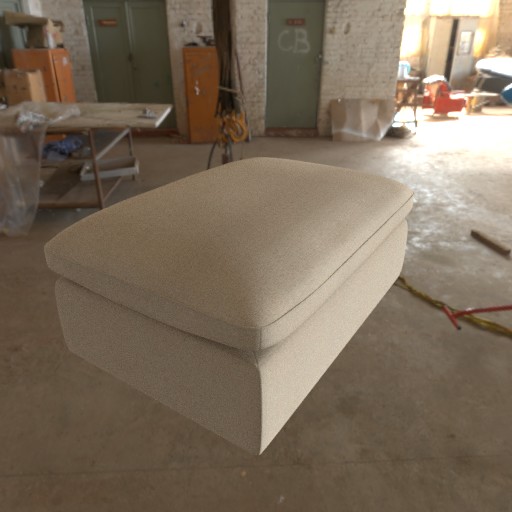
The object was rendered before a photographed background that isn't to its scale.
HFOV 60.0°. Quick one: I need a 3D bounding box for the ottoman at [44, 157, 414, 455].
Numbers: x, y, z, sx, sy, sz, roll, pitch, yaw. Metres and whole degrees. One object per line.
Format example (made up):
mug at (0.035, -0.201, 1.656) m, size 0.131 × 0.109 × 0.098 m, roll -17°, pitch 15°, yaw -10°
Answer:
ottoman at (0.000, 0.000, 1.352) m, size 0.686 × 0.453 × 0.984 m, roll 16°, pitch 31°, yaw 30°
